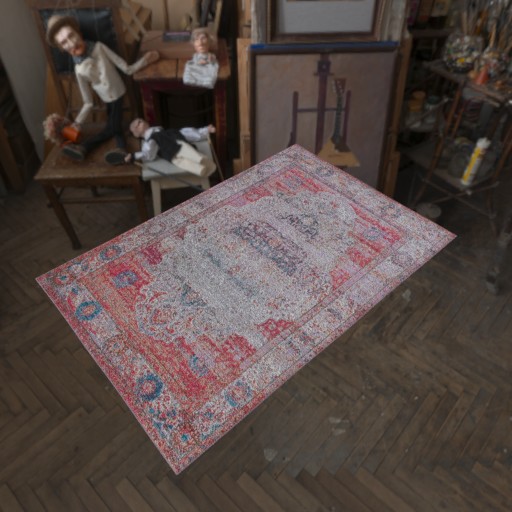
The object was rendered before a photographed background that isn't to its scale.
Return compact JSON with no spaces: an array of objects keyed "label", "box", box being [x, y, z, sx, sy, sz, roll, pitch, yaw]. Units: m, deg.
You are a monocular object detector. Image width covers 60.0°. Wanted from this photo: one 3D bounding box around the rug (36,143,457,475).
[{"label":"rug","box":[0.000,0.000,2.289,1.829,0.006,1.219,-33,55,-27]}]
